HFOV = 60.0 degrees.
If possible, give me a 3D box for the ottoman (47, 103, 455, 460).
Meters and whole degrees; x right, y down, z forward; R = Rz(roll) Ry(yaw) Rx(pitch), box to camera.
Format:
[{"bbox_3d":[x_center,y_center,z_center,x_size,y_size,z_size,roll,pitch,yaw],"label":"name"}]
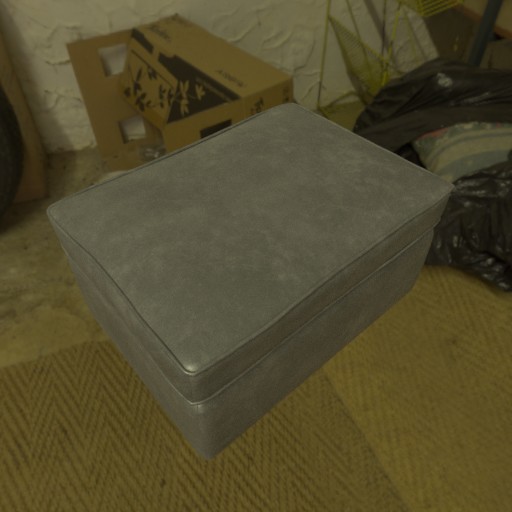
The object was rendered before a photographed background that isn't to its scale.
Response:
[{"bbox_3d":[0.000,0.000,1.110,0.756,0.445,0.554,-32,54,-27],"label":"ottoman"}]
